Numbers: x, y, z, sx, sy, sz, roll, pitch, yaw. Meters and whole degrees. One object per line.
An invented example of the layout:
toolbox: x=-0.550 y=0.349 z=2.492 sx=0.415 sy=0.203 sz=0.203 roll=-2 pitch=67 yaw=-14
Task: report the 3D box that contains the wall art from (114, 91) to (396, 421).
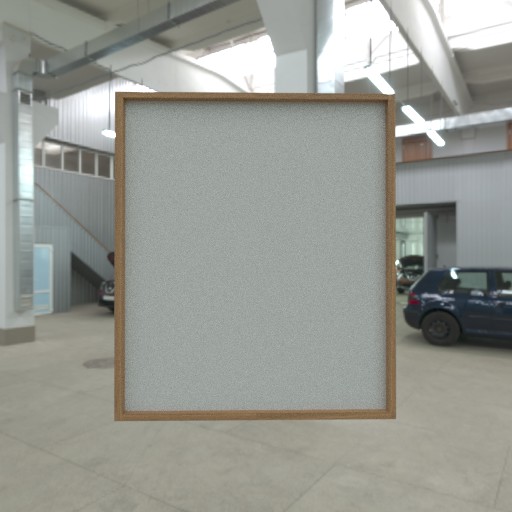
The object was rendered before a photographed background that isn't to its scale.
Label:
wall art: x=0.000 y=0.000 z=0.970 sx=0.609 sy=0.710 sz=0.021 roll=0 pitch=0 yaw=-1
